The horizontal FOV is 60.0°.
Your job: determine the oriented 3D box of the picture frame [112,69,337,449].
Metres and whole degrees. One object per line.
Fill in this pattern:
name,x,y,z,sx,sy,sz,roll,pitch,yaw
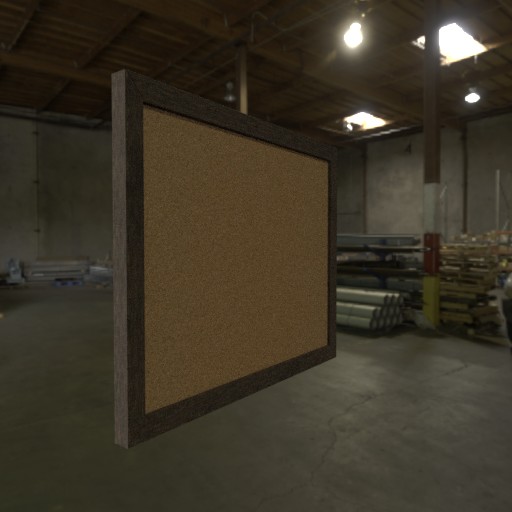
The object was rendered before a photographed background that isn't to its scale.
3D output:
picture frame,0.000,0.000,0.755,0.026,0.455,0.546,1,2,37
